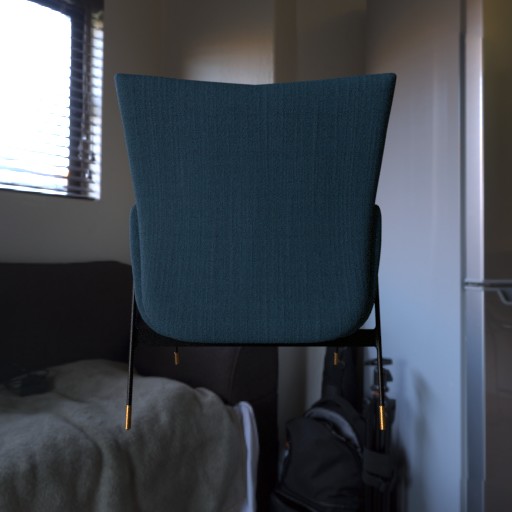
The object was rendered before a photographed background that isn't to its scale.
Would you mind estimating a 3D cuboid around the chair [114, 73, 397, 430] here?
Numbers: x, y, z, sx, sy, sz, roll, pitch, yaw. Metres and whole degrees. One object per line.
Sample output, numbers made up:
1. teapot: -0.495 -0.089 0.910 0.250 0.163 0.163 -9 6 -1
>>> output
1. chair: 0.000 0.000 1.395 0.678 0.859 0.769 0 0 0
